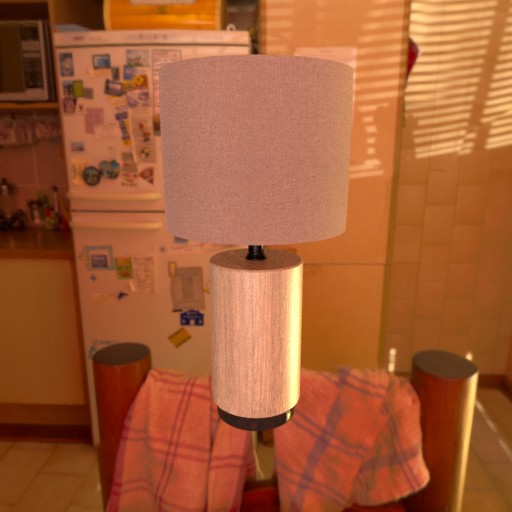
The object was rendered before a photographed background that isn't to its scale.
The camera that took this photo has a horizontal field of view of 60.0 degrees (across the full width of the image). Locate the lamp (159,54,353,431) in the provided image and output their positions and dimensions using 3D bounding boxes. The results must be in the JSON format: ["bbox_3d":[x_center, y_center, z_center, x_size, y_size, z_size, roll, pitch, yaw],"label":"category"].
[{"bbox_3d":[0.000,0.000,0.578,0.228,0.444,0.228,-7,16,-27],"label":"lamp"}]
